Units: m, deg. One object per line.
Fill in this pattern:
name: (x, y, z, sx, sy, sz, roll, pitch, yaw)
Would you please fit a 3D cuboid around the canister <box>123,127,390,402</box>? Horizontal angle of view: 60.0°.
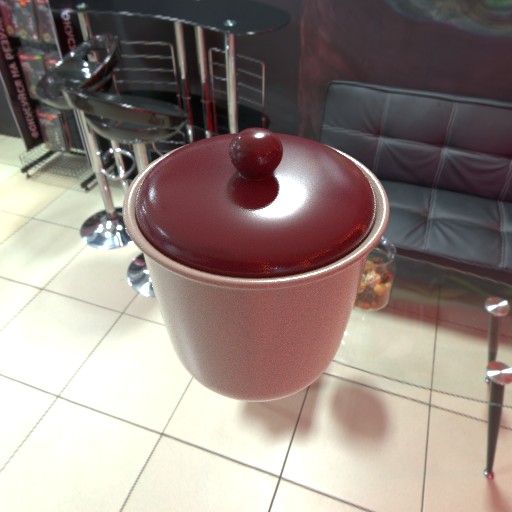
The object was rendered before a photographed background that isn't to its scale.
canister: (0.000, 0.000, 0.348, 0.182, 0.208, 0.182, 0, 41, 0)
